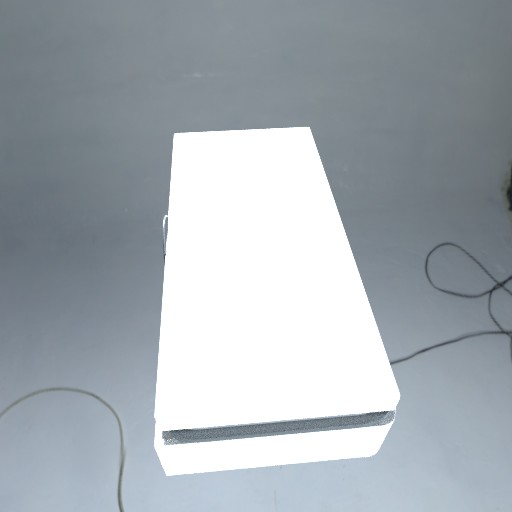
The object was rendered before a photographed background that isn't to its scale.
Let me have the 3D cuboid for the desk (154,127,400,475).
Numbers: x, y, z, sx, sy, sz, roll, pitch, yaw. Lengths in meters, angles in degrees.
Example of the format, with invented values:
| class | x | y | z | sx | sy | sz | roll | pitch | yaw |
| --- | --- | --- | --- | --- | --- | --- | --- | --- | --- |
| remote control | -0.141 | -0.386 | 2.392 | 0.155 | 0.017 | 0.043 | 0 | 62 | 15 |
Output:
| class | x | y | z | sx | sy | sz | roll | pitch | yaw |
| --- | --- | --- | --- | --- | --- | --- | --- | --- | --- |
| desk | 0.000 | 0.000 | 2.293 | 0.900 | 0.526 | 1.900 | -4 | 46 | -4 |
